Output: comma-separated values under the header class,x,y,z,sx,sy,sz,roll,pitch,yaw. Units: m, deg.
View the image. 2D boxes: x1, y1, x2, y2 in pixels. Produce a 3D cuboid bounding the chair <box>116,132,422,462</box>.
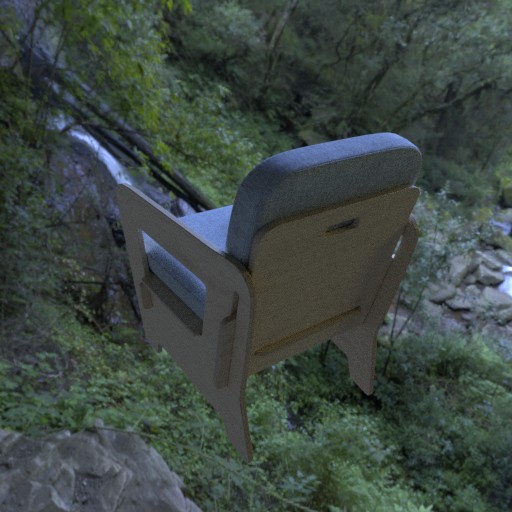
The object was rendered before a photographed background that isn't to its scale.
class,x,y,z,sx,sy,sz,roll,pitch,yaw
chair,0.000,0.000,1.263,0.590,0.800,0.710,-17,34,-27
